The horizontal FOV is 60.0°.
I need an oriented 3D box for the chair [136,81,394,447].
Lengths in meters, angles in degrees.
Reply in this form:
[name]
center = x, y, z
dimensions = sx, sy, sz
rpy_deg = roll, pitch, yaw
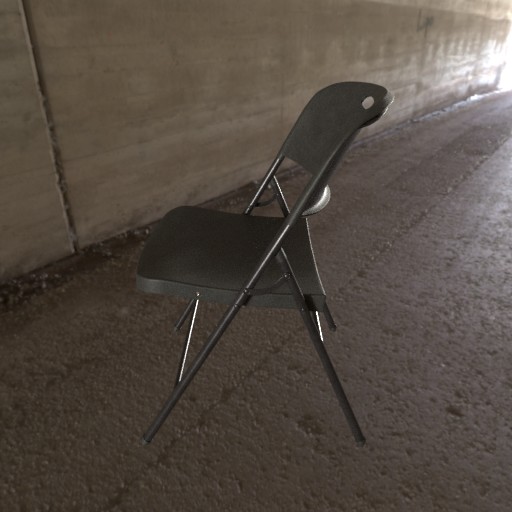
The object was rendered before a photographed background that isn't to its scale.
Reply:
[chair]
center = 0.000, 0.000, 1.126
dimensions = 0.566, 0.810, 0.494
rpy_deg = 0, 28, 0
